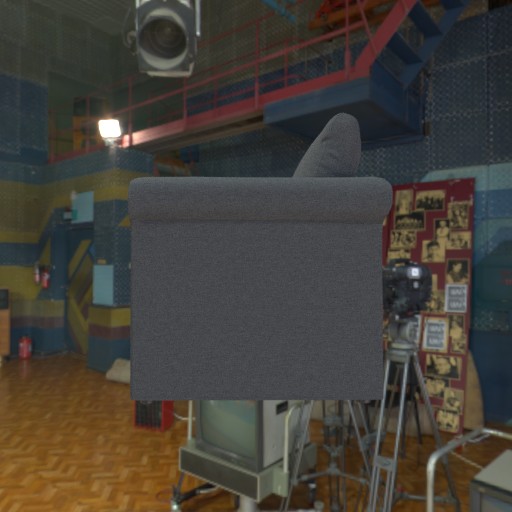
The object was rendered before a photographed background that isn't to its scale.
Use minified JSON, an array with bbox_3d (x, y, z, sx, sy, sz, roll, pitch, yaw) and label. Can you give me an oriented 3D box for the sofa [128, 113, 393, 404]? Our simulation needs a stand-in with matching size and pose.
[{"bbox_3d":[0.000,0.000,1.946,0.741,0.872,1.460,0,-1,-1],"label":"sofa"}]
